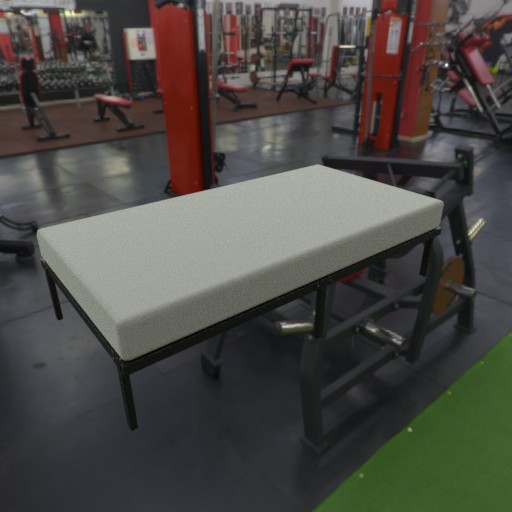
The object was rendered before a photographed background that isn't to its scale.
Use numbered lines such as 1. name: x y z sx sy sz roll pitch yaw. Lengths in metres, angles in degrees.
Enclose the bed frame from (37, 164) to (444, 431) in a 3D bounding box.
1. bed frame: 0.000 0.000 3.286 2.635 0.680 1.393 -19 33 -33
